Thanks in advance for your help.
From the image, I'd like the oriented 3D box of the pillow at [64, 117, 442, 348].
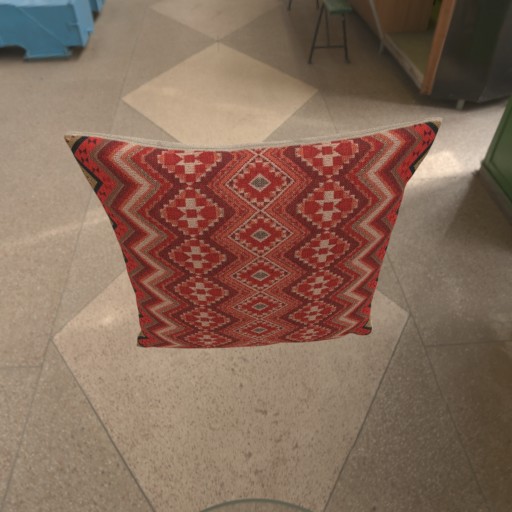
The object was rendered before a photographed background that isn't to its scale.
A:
[{"bbox_3d":[0.000,0.000,0.781,0.513,0.511,0.158,-3,46,-3],"label":"pillow"}]
